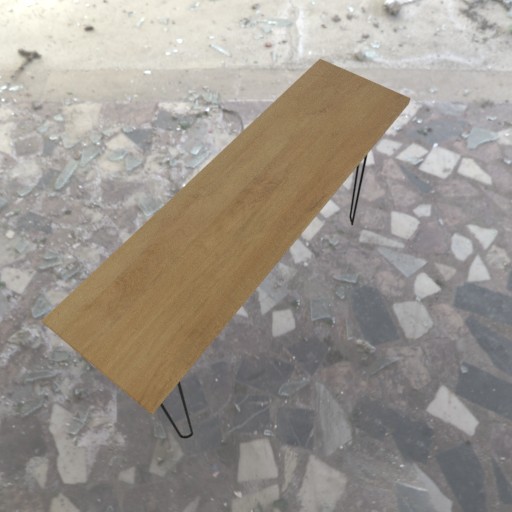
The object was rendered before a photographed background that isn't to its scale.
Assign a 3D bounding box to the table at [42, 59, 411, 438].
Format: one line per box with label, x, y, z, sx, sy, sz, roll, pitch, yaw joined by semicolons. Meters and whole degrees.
table;0.000;0.000;1.759;0.399;0.799;1.400;32;64;18
